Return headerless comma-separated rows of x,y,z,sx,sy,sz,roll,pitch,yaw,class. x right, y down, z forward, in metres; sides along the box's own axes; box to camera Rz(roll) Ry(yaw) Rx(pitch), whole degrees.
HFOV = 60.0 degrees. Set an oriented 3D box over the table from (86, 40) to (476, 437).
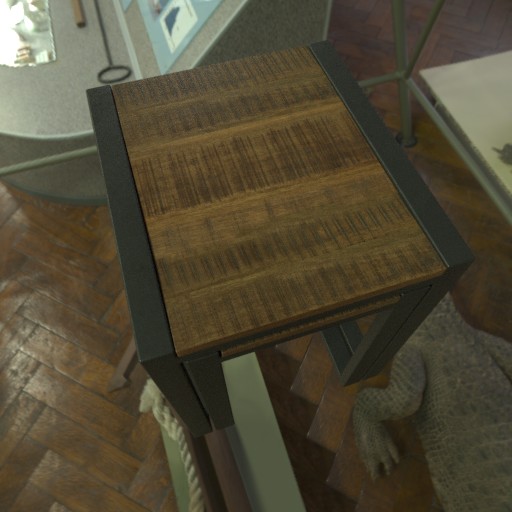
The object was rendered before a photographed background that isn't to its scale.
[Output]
0.000,0.000,0.905,0.449,0.550,0.500,-16,61,-9,table
